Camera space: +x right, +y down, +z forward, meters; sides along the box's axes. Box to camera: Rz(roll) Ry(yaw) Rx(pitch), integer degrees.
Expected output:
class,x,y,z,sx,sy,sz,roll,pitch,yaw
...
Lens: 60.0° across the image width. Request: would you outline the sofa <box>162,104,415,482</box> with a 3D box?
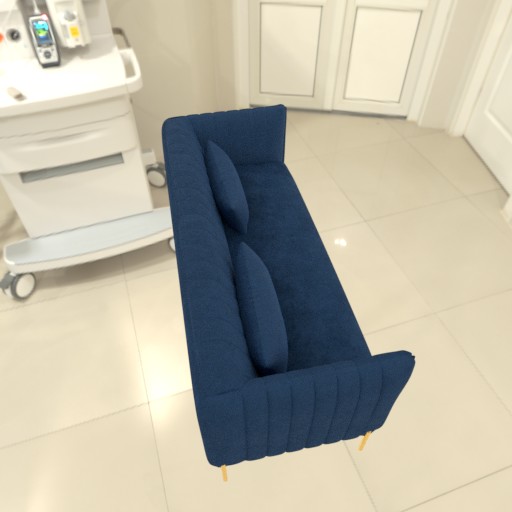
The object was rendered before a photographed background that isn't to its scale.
class,x,y,z,sx,sy,sz,roll,pitch,yaw
sofa,0.000,0.000,2.592,0.896,0.793,2.136,-9,48,-8
